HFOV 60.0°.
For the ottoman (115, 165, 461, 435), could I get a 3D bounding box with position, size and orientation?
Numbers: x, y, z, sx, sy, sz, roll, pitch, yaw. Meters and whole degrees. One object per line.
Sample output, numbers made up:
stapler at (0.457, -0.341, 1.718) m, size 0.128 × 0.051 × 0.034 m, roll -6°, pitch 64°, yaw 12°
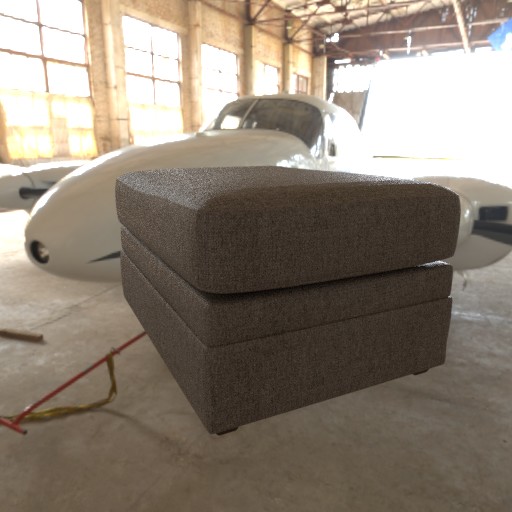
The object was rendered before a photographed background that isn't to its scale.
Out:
ottoman at (0.000, 0.000, 1.253) m, size 0.637 × 0.478 × 0.885 m, roll -7°, pitch 16°, yaw -26°
